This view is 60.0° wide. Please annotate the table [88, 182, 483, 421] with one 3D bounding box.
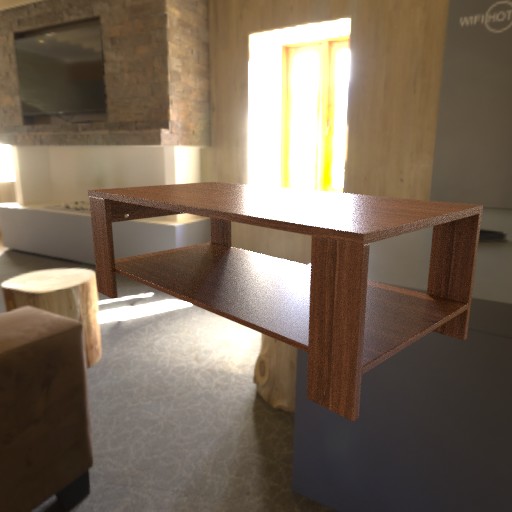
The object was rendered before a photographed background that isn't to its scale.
[{"bbox_3d":[0.000,0.000,1.498,0.600,0.400,1.200,-13,19,-42],"label":"table"}]
